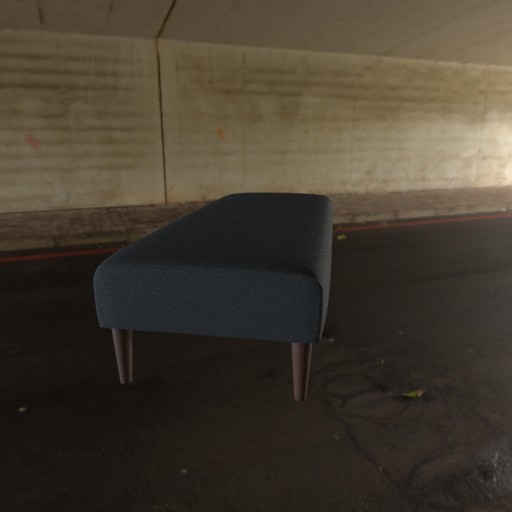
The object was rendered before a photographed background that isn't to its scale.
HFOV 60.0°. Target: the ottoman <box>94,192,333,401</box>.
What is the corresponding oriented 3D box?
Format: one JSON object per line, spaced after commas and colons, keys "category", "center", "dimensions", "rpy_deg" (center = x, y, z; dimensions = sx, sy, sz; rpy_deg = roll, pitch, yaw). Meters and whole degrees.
{"category": "ottoman", "center": [0.000, 0.000, 1.928], "dimensions": [0.646, 0.393, 1.609], "rpy_deg": [3, 15, 10]}
